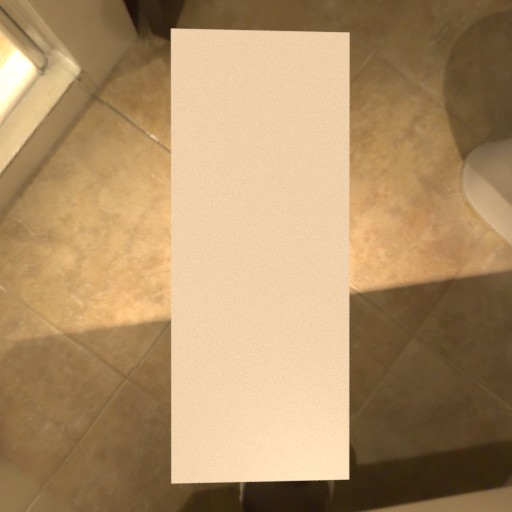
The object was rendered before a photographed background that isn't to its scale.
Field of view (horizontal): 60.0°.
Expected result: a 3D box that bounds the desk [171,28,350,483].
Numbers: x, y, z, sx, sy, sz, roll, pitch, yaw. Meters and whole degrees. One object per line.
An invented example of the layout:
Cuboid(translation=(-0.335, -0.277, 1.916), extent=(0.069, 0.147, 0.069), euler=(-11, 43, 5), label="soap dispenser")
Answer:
Cuboid(translation=(0.000, 0.000, 1.884), extent=(0.603, 0.773, 1.530), euler=(0, 90, -3), label="desk")
